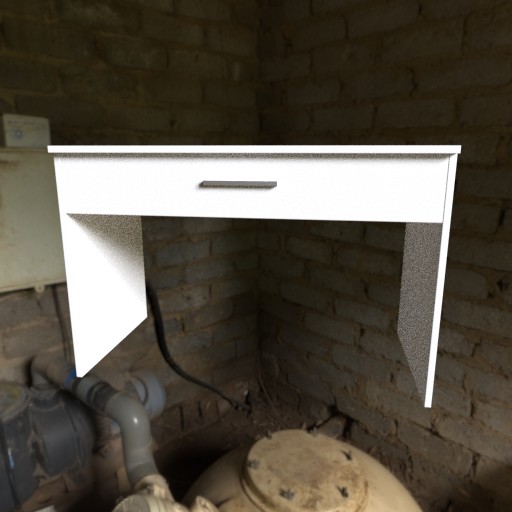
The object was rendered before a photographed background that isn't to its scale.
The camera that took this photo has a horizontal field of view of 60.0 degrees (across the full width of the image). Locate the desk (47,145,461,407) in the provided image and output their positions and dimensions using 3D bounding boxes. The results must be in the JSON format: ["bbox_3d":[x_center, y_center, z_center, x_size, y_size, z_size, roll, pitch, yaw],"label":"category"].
[{"bbox_3d":[0.000,0.000,1.517,1.100,0.730,0.560,2,14,9],"label":"desk"}]
